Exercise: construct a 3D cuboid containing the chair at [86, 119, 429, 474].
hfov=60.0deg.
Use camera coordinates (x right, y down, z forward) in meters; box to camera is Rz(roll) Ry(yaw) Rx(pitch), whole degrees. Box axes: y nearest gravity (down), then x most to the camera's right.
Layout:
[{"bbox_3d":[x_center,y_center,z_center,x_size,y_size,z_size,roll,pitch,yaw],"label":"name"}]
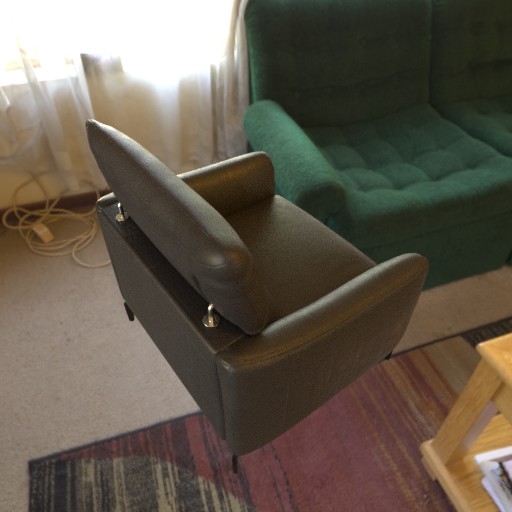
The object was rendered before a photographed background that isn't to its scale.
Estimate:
[{"bbox_3d":[0.000,0.000,1.599,0.809,0.949,0.976,-26,48,-26],"label":"chair"}]
